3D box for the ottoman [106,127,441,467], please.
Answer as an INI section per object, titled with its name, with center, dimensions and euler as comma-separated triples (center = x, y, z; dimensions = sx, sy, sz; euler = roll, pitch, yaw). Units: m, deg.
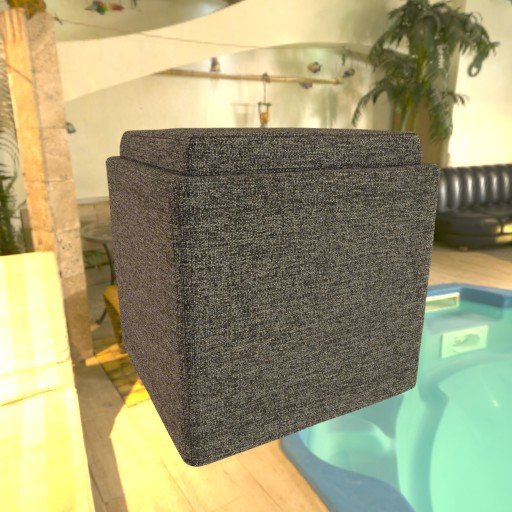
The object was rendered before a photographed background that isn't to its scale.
[ottoman]
center = 0.000, 0.000, 0.831
dimensions = 0.450, 0.463, 0.450
euler = -8, 18, -27
